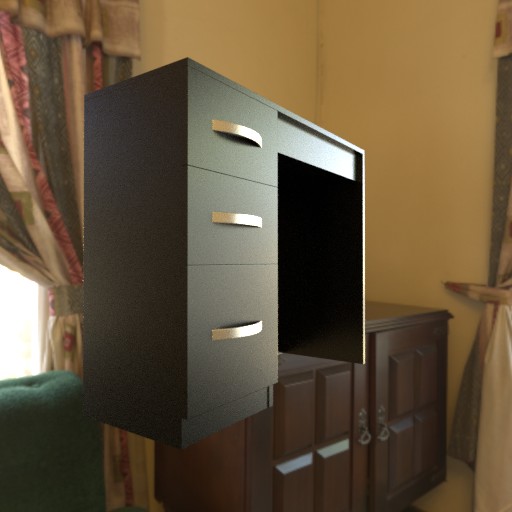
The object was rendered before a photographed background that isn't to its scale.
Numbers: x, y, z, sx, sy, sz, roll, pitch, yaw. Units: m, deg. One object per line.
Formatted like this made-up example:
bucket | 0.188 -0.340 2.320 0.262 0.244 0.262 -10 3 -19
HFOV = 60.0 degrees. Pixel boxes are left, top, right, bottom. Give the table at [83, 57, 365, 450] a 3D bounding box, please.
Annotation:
table | 0.000 0.000 1.360 0.380 0.790 0.930 0 -1 35
